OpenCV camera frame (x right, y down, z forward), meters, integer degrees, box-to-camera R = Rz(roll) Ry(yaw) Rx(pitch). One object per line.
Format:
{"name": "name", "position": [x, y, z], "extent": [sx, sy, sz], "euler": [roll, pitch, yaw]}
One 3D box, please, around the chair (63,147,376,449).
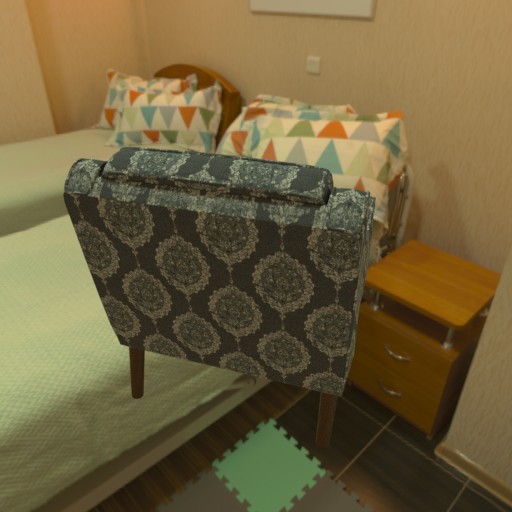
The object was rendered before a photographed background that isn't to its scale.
{"name": "chair", "position": [0.000, 0.000, 1.342], "extent": [0.663, 0.792, 0.743], "euler": [9, 32, 15]}
